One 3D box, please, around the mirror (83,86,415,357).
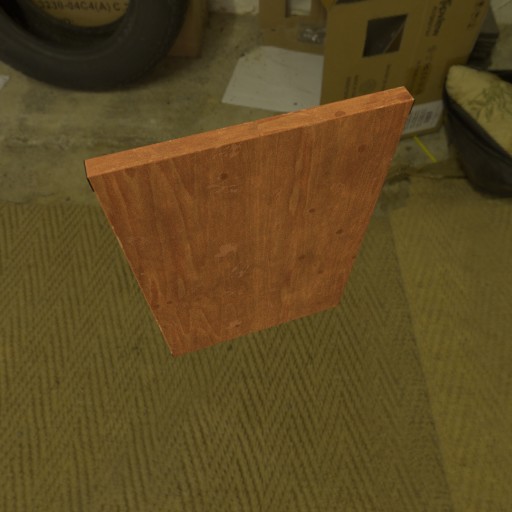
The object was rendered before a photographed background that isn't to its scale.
[{"bbox_3d":[0.000,0.000,0.995,0.517,0.761,0.053,-16,60,-10],"label":"mirror"}]
